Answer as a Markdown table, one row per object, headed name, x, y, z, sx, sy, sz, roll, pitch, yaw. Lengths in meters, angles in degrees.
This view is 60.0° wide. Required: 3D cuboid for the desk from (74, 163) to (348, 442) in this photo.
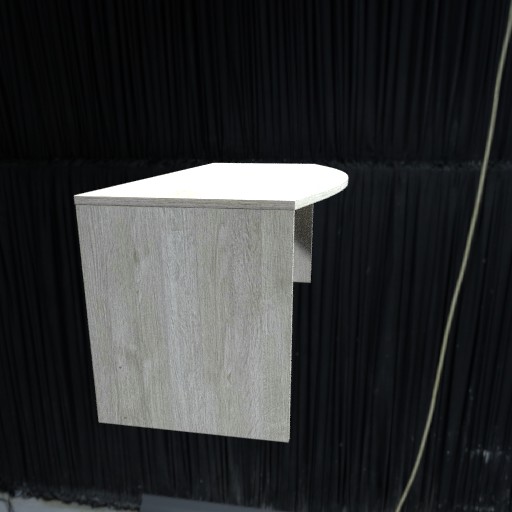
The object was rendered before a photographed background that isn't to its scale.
| name | x | y | z | sx | sy | sz | roll | pitch | yaw |
| --- | --- | --- | --- | --- | --- | --- | --- | --- | --- |
| desk | 0.000 | 0.000 | 2.073 | 0.802 | 0.752 | 1.600 | 2 | 15 | 9 |
